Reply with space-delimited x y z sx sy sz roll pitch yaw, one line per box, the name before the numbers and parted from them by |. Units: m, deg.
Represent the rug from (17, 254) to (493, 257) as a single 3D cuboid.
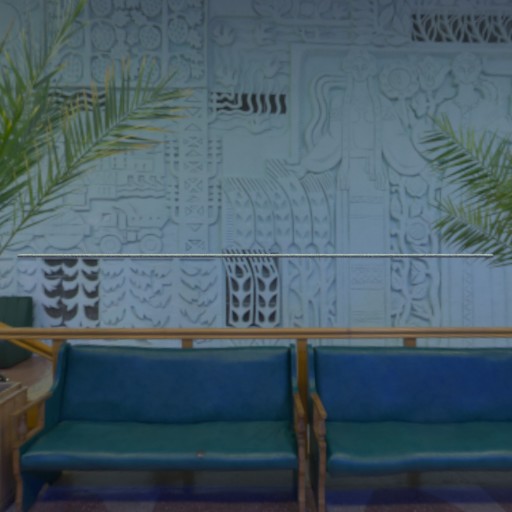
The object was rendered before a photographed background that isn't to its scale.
rug | 0.000 0.000 2.743 2.132 0.015 1.526 0 0 1
